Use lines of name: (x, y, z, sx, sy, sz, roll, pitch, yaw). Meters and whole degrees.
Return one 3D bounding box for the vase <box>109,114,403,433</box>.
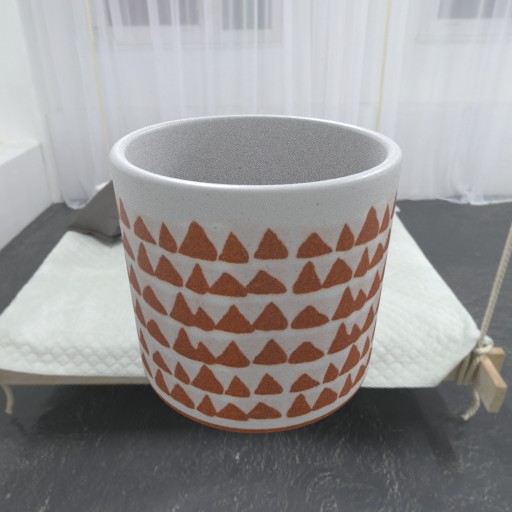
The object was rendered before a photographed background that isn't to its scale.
vase: (0.000, 0.000, 0.244, 0.137, 0.127, 0.137, 0, 29, 0)
